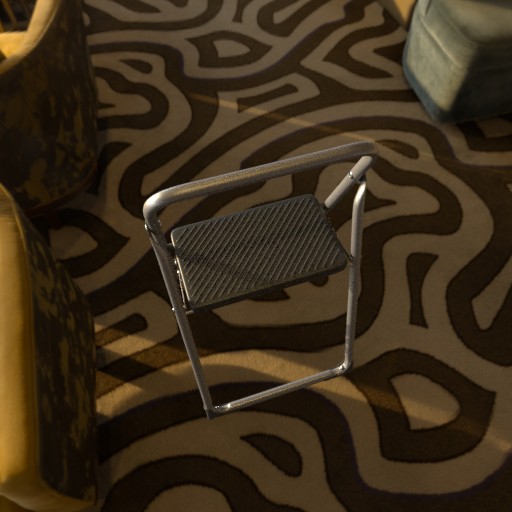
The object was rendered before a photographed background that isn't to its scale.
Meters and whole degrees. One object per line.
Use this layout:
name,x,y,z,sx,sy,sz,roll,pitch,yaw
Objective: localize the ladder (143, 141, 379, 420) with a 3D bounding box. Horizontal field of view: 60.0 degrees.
ladder,0.000,0.000,1.015,0.430,0.720,0.472,-16,59,-10
